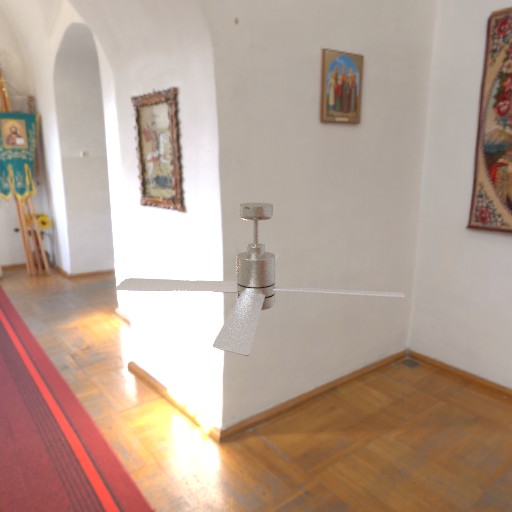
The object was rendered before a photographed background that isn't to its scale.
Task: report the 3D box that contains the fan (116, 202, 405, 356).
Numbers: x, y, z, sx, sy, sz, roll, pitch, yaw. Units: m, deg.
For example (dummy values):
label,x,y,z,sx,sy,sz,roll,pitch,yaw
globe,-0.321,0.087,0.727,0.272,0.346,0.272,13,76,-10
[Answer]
label,x,y,z,sx,sy,sz,roll,pitch,yaw
fan,0.000,0.000,2.326,1.525,0.539,1.525,2,14,8
